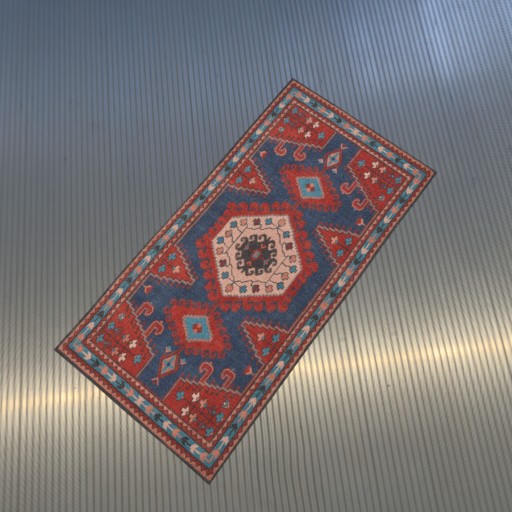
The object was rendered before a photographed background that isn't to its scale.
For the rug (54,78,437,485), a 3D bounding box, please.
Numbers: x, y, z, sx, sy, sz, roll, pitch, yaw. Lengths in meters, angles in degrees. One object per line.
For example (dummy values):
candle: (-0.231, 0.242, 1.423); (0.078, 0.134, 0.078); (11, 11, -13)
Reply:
rug: (0.000, 0.000, 3.536); (1.522, 0.034, 3.032); (37, 78, 9)
